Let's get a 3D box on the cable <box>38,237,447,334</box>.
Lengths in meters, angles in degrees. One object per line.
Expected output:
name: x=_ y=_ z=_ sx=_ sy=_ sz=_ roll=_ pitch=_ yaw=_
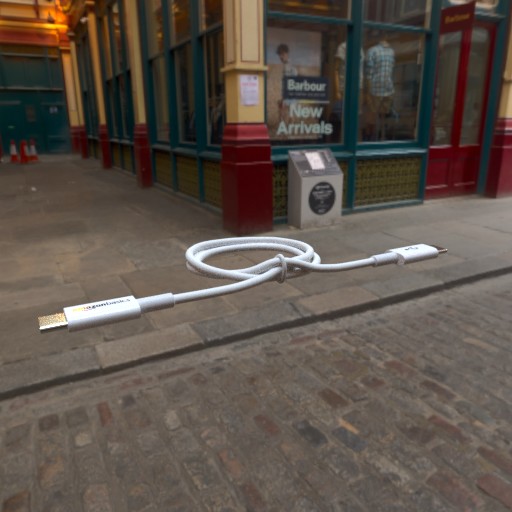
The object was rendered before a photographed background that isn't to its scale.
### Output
cable: x=0.000 y=0.000 z=0.224 sx=0.203 sy=0.014 sz=0.070 roll=-9 pitch=19 yaw=-27
